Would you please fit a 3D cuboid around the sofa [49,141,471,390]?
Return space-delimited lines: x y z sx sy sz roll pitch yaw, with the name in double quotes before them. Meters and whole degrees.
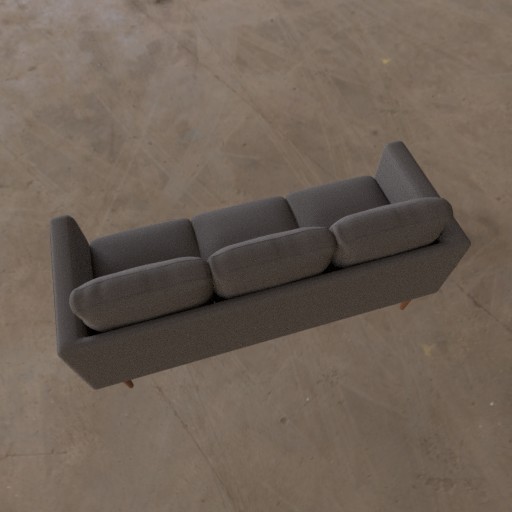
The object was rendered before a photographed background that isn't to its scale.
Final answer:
"sofa" 0.000 0.000 2.459 2.029 0.912 0.802 -14 59 -9
